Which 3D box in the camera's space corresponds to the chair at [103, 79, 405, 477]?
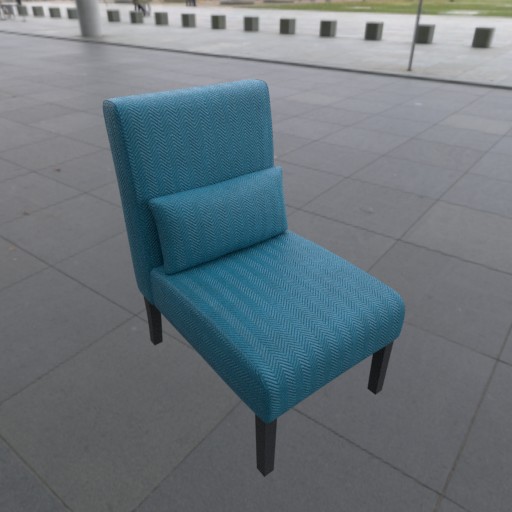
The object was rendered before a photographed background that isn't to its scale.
[{"bbox_3d":[0.000,0.000,1.426,0.579,0.927,0.808,-22,38,-31],"label":"chair"}]
